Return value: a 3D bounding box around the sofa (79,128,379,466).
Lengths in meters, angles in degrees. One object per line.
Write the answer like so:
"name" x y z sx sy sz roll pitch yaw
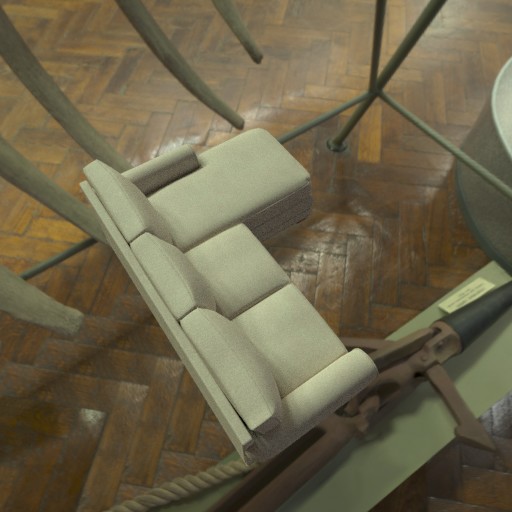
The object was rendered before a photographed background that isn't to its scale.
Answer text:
"sofa" 0.000 0.000 2.436 1.226 0.734 1.770 -30 63 -17
